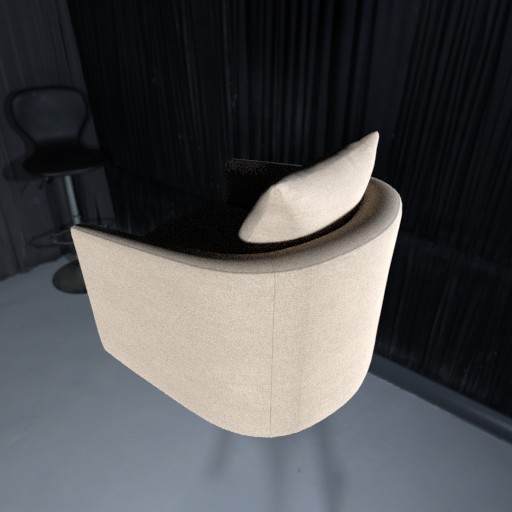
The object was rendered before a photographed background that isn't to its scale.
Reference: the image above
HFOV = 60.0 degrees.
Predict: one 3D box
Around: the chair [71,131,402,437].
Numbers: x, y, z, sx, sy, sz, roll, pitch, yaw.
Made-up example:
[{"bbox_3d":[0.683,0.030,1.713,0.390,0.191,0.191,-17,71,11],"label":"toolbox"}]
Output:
[{"bbox_3d":[0.000,0.000,1.560,0.910,0.848,0.845,22,38,31],"label":"chair"}]
